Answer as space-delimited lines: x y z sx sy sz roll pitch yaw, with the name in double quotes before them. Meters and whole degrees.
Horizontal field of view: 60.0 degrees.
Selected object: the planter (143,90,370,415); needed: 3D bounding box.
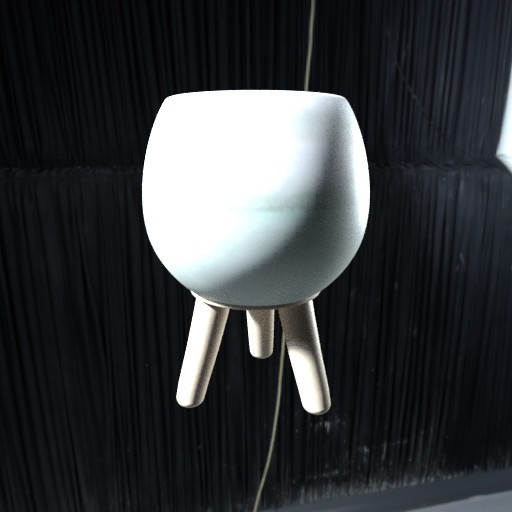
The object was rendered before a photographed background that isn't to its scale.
"planter" 0.000 0.000 0.336 0.161 0.224 0.161 0 14 0
